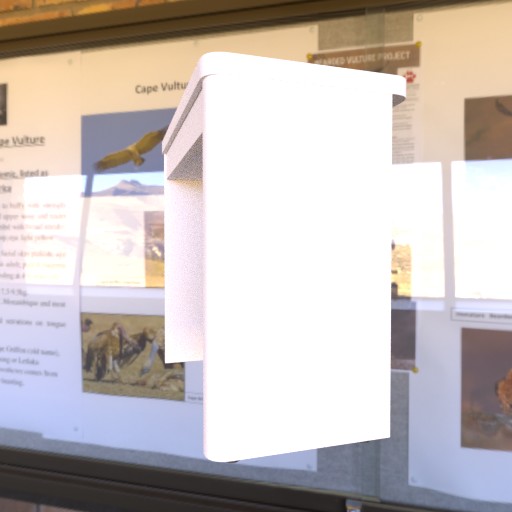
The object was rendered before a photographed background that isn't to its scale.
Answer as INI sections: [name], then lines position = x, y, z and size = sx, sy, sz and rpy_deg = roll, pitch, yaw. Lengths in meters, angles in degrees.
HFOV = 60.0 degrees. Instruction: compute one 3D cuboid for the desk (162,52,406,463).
[desk]
position = 0.000, 0.000, 1.244
size = 0.446, 0.760, 0.790
rpy_deg = 0, 1, -18
